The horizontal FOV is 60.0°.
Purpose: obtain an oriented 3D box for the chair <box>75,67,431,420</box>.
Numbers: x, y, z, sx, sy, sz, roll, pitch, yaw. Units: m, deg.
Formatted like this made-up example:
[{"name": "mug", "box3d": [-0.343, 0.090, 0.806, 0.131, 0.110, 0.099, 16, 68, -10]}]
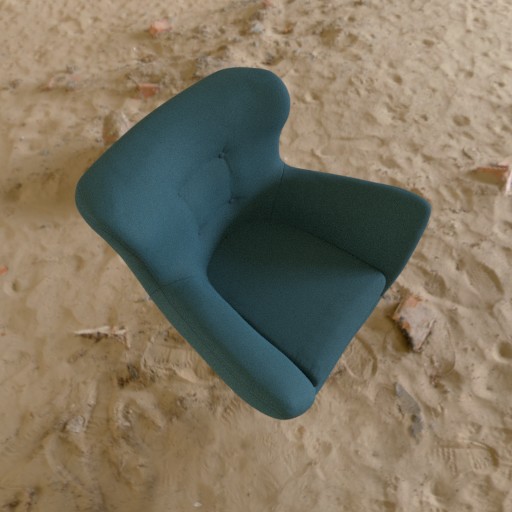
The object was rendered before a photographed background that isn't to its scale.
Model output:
[{"name": "chair", "box3d": [0.000, 0.000, 1.587, 0.889, 0.889, 0.890, 33, 63, 19]}]
